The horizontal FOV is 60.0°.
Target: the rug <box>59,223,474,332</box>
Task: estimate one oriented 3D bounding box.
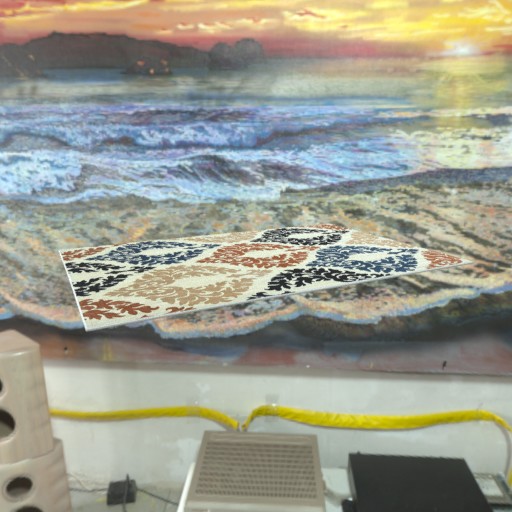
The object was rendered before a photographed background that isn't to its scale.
[{"bbox_3d":[0.000,0.000,2.897,2.275,0.014,1.514,-7,16,-26],"label":"rug"}]
